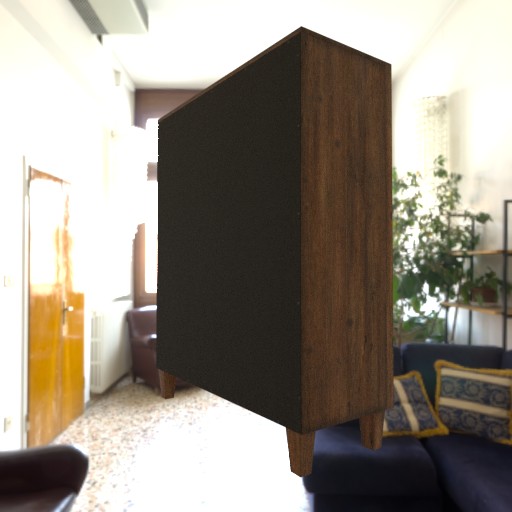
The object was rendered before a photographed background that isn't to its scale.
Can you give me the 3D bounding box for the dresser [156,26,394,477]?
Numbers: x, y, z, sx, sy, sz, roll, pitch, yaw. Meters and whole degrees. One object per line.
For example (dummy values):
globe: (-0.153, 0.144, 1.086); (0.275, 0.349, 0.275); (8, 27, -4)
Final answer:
dresser: (0.000, 0.000, 1.877); (0.438, 1.359, 1.067); (1, -2, -36)
